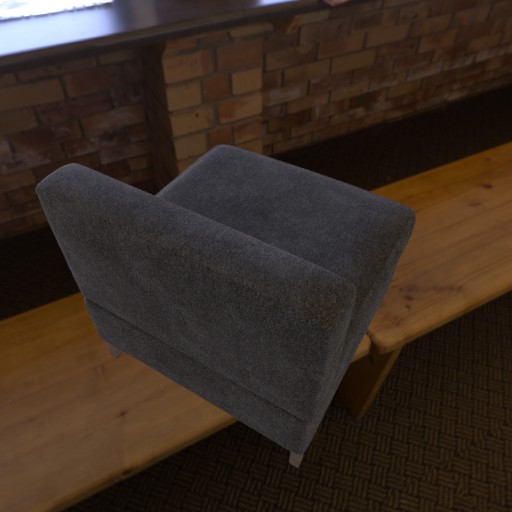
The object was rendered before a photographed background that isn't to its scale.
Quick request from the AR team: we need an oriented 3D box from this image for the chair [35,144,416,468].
[{"bbox_3d":[0.000,0.000,1.201,0.680,0.660,0.680,24,51,21],"label":"chair"}]
